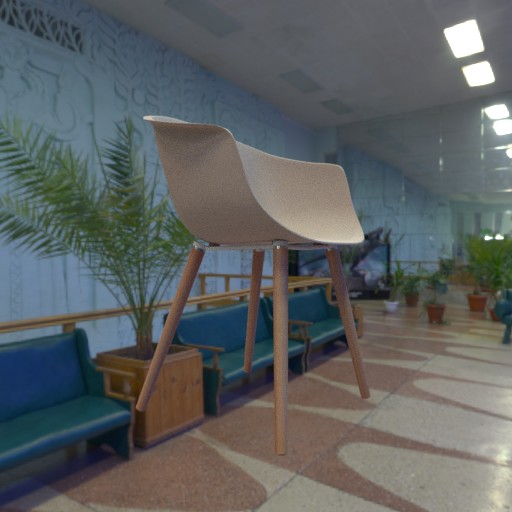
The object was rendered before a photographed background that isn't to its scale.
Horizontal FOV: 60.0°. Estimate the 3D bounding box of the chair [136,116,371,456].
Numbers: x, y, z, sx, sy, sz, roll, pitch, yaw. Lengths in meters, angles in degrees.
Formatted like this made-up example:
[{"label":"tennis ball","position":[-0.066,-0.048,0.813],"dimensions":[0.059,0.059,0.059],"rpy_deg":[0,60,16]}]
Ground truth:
[{"label":"chair","position":[0.000,0.000,1.167],"dimensions":[0.504,0.781,0.593],"rpy_deg":[1,1,37]}]
